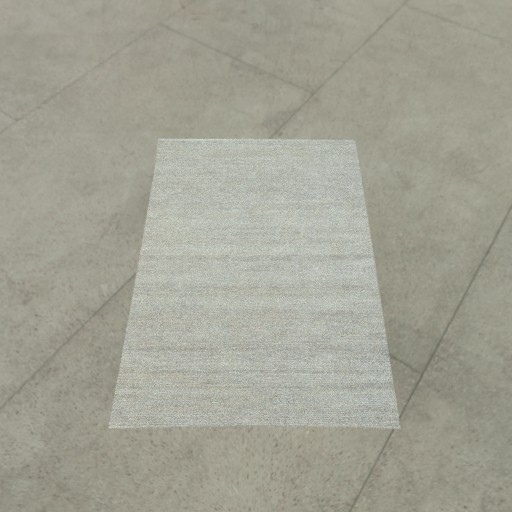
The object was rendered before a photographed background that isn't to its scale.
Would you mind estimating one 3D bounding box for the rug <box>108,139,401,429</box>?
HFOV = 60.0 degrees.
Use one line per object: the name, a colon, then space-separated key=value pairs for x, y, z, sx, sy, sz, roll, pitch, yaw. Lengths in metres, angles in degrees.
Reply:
rug: x=0.000 y=0.000 z=3.044 sx=1.624 sy=0.030 sz=2.264 roll=0 pitch=58 yaw=0
